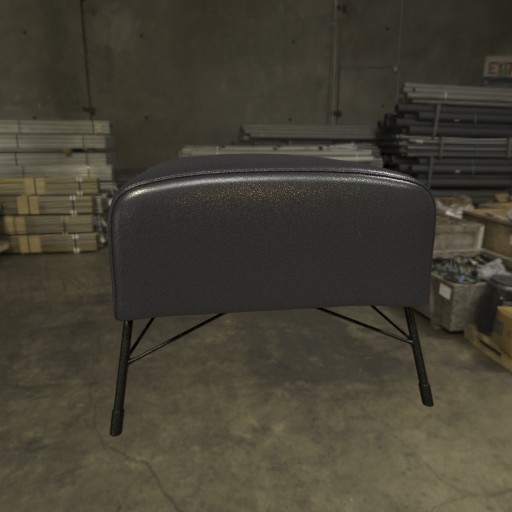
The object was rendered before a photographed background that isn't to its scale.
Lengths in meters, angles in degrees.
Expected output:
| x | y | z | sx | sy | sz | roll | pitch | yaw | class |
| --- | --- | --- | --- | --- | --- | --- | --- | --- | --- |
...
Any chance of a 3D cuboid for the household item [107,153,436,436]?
| x | y | z | sx | sy | sz | roll | pitch | yaw | class |
| --- | --- | --- | --- | --- | --- | --- | --- | --- | --- |
| 0.000 | 0.000 | 0.909 | 0.530 | 0.410 | 0.530 | -2 | 14 | -9 | household item |
